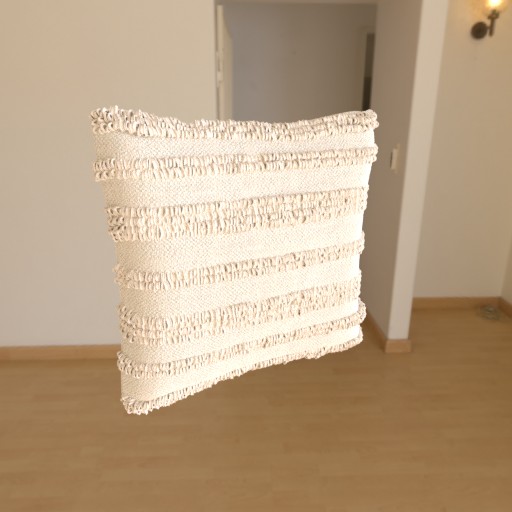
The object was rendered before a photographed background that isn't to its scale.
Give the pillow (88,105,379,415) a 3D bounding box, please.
[{"bbox_3d":[0.000,0.000,0.666,0.437,0.427,0.145,-9,20,-26],"label":"pillow"}]
